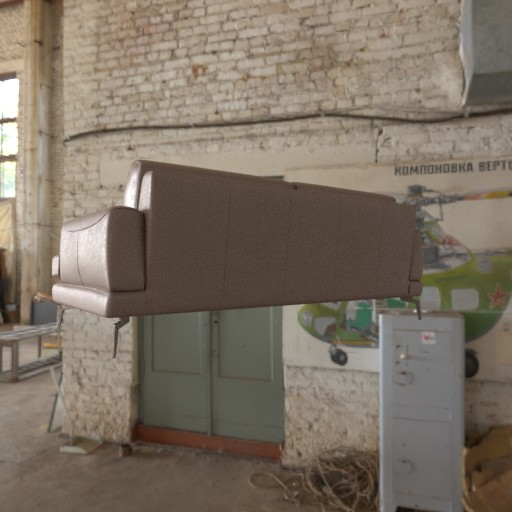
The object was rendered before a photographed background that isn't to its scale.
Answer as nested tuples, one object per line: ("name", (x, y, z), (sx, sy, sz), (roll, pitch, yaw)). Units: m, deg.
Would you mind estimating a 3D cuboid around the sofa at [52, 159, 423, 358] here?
("sofa", (0.000, 0.000, 2.476), (1.940, 0.765, 0.974), (1, -1, -36))
